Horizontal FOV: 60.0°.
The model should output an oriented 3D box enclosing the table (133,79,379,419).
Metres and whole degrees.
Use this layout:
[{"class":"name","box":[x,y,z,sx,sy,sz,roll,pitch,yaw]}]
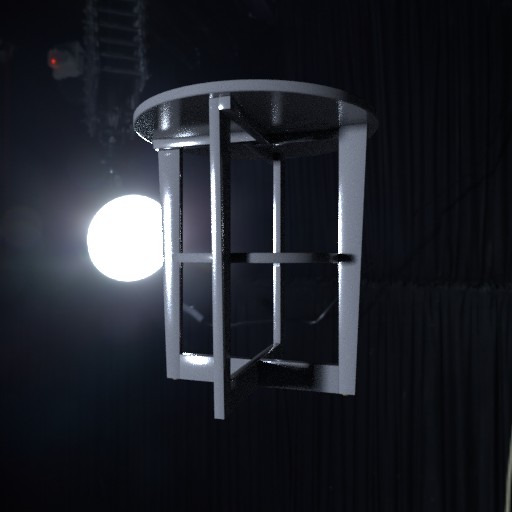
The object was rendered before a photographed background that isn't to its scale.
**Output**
[{"class":"table","box":[0.000,0.000,0.938,0.500,0.550,0.500,0,0,0]}]
